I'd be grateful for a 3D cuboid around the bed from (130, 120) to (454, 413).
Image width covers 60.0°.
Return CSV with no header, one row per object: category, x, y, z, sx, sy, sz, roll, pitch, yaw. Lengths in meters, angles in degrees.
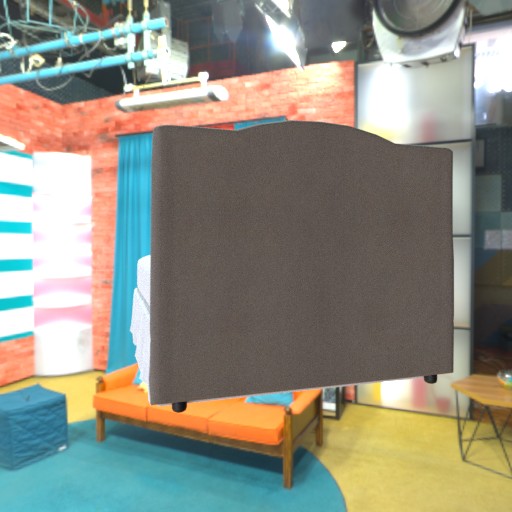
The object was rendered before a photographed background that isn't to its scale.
bed,0.000,0.000,3.290,1.744,1.441,2.128,0,1,-18
